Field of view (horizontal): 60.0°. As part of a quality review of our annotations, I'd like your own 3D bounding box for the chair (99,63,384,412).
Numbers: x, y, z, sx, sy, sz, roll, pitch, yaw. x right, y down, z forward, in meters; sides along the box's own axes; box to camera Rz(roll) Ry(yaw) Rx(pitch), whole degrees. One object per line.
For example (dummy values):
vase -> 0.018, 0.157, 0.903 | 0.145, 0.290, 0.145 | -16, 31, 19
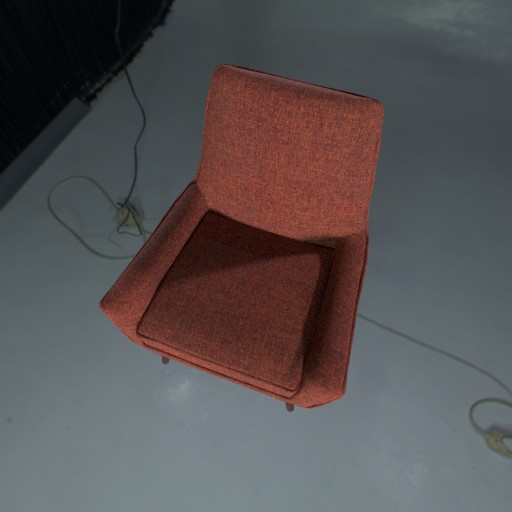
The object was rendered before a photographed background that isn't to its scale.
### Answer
chair -> 0.000, 0.000, 1.519 | 0.803, 0.911, 0.784 | 18, 60, 11
